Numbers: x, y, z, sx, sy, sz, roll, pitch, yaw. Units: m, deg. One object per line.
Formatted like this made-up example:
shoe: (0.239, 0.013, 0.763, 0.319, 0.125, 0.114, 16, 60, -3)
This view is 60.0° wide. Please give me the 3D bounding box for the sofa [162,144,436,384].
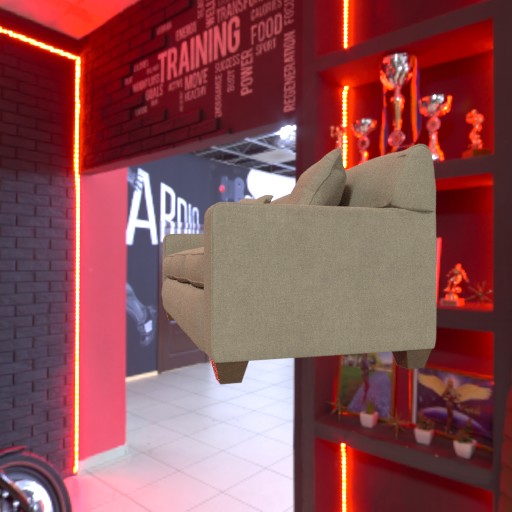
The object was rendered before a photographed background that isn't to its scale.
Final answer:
sofa: (0.000, 0.000, 2.647, 0.997, 0.958, 2.024, 0, -1, -17)
